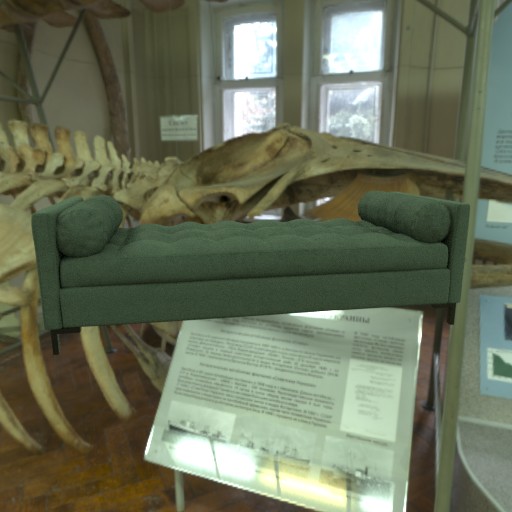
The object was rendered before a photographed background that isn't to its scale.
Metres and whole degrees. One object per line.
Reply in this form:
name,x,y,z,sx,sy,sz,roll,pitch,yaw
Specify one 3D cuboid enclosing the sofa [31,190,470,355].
sofa,0.000,0.000,2.512,2.130,0.681,0.817,-2,13,-10
